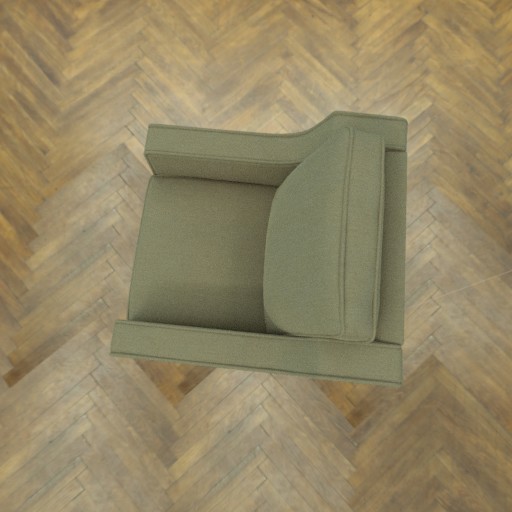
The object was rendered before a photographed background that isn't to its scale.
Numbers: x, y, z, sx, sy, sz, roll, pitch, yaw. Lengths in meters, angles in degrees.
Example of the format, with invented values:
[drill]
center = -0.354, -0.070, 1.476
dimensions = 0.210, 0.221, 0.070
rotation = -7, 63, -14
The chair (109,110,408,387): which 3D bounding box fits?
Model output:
[chair]
center = 0.000, 0.000, 1.660
dimensions = 0.909, 0.960, 0.831
rotation = 5, 76, 1
